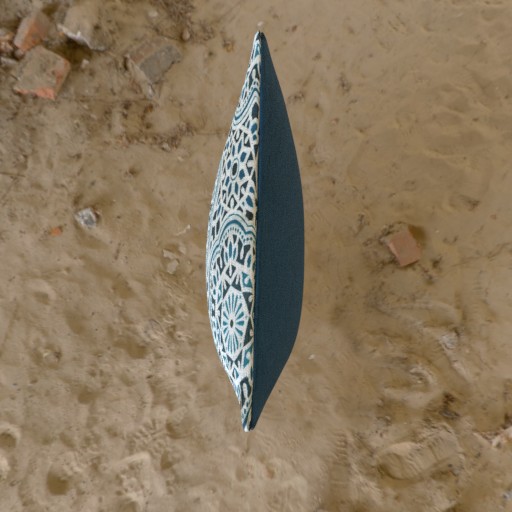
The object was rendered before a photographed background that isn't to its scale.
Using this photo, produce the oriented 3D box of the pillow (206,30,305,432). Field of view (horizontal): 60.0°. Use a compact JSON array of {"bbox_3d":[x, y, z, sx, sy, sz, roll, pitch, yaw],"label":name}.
[{"bbox_3d":[0.000,0.000,0.653,0.145,0.420,0.440,1,76,0],"label":"pillow"}]
